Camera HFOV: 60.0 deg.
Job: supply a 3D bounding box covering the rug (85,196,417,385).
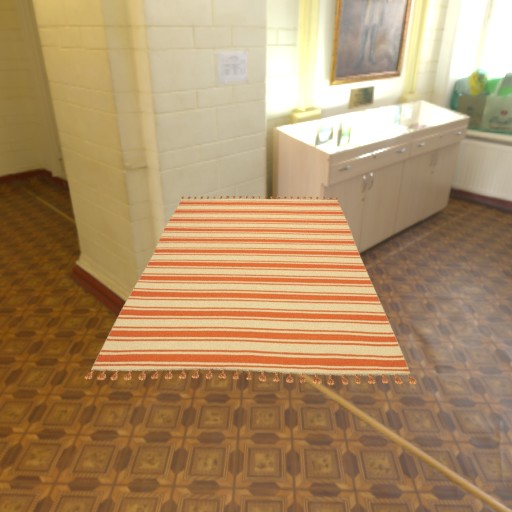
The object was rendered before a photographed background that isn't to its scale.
[{"bbox_3d":[0.000,0.000,2.566,1.232,0.017,2.092,1,27,1],"label":"rug"}]
